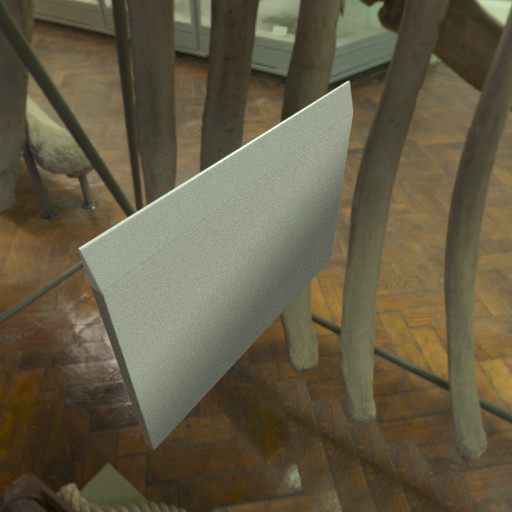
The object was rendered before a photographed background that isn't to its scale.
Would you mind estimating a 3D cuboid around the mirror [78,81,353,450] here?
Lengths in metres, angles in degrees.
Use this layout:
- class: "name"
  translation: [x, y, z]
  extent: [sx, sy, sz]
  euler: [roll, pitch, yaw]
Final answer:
- class: "mirror"
  translation: [0.000, 0.000, 1.137]
  extent: [0.030, 0.630, 0.870]
  euler: [26, 48, 27]
